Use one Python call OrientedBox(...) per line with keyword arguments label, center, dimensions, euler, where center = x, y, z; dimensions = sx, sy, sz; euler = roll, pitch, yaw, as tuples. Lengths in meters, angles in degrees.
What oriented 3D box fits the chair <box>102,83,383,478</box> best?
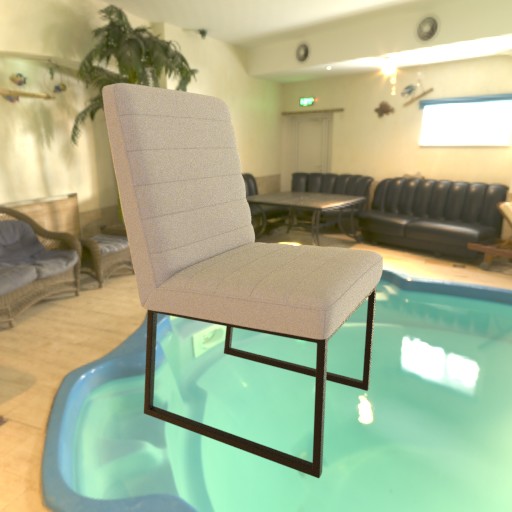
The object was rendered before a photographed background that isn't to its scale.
OrientedBox(label="chair", center=(0.000, 0.000, 1.286), dimensions=(0.634, 0.930, 0.520), euler=(8, 16, 28))
